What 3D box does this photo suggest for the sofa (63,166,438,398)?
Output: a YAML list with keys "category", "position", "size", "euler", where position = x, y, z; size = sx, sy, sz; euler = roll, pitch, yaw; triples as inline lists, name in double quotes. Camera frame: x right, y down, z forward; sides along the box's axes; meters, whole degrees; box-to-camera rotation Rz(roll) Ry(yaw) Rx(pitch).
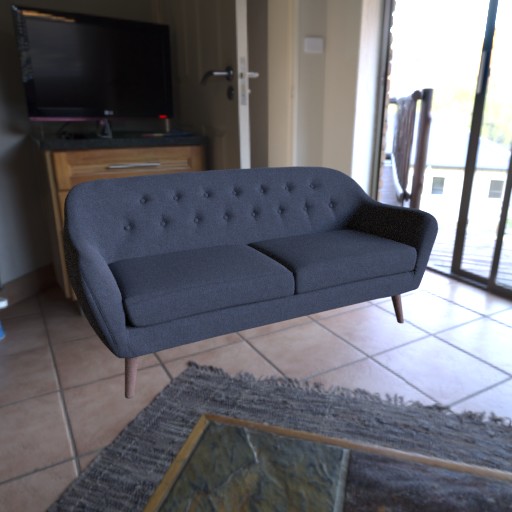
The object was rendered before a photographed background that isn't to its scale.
- category: "sofa"
  position: [0.000, 0.000, 2.327]
  size: [1.840, 0.820, 0.820]
  euler: [-9, 20, -26]
